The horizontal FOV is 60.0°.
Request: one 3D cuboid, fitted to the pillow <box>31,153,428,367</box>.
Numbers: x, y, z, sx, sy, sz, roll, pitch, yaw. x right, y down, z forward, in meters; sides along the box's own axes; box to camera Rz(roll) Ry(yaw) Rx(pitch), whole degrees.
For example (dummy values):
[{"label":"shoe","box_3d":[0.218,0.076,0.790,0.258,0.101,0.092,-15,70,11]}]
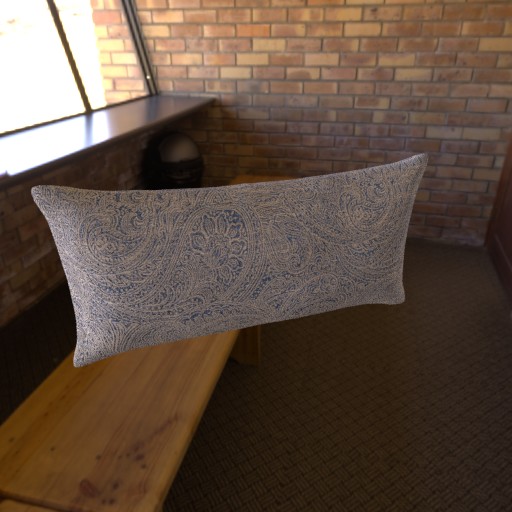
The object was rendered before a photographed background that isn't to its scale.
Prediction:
[{"label":"pillow","box_3d":[0.000,0.000,0.726,0.615,0.295,0.151,-8,27,-17]}]
